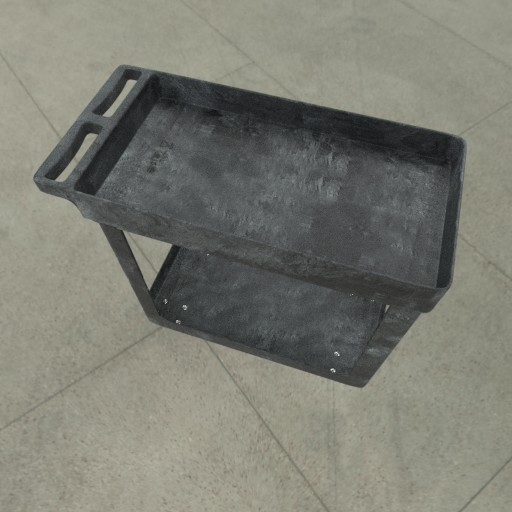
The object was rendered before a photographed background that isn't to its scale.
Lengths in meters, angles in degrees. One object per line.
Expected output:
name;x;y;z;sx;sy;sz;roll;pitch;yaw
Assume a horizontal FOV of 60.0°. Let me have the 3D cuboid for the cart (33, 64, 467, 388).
cart;0.000;0.000;1.320;0.877;0.824;0.420;16;60;9
